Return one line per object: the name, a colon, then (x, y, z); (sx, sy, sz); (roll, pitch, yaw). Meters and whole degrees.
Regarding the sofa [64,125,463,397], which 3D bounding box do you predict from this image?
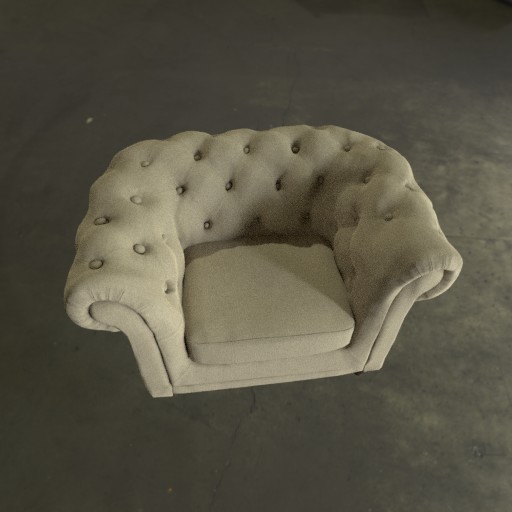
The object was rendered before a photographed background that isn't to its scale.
sofa: (0.000, 0.000, 2.049); (1.405, 0.878, 1.034); (-5, 47, -5)
